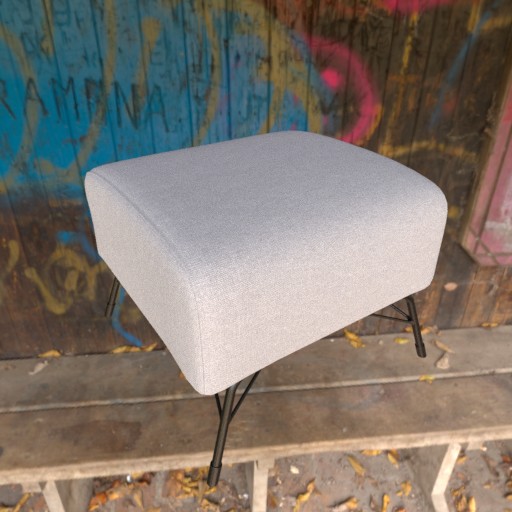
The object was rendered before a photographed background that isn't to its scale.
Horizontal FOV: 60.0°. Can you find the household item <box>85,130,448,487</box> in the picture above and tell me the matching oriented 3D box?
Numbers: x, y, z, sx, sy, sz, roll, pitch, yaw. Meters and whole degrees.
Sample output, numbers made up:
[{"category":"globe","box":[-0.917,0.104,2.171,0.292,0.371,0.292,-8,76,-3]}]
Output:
[{"category":"household item","box":[0.000,0.000,0.903,0.530,0.410,0.530,-19,36,-29]}]
